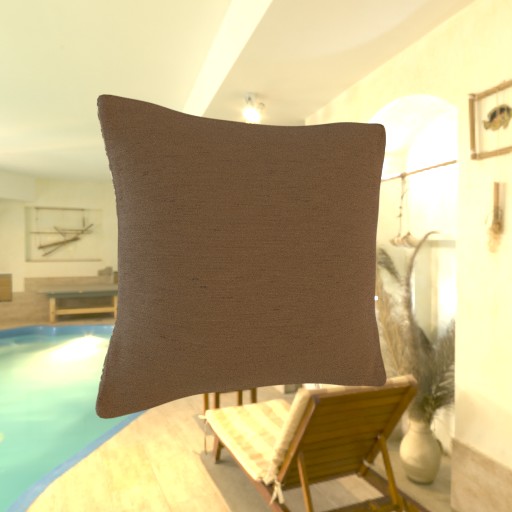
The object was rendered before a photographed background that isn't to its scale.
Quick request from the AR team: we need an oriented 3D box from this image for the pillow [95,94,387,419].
[{"bbox_3d":[0.000,0.000,0.636,0.436,0.417,0.148,0,1,-19],"label":"pillow"}]
